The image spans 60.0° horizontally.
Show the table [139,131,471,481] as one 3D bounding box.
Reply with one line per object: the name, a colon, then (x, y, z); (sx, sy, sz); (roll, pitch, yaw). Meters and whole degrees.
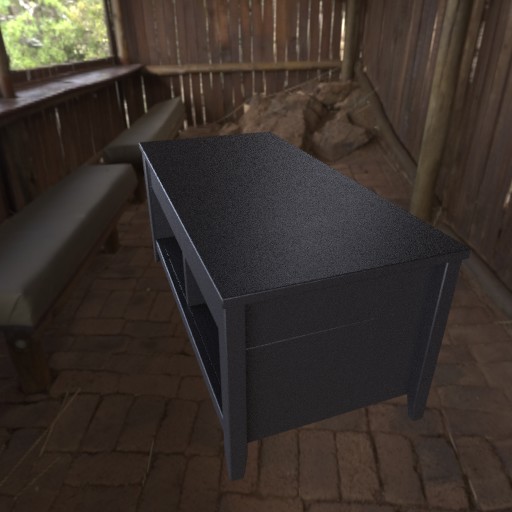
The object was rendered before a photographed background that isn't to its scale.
table: (0.000, 0.000, 1.278); (0.483, 0.457, 1.016); (-10, 30, -18)
